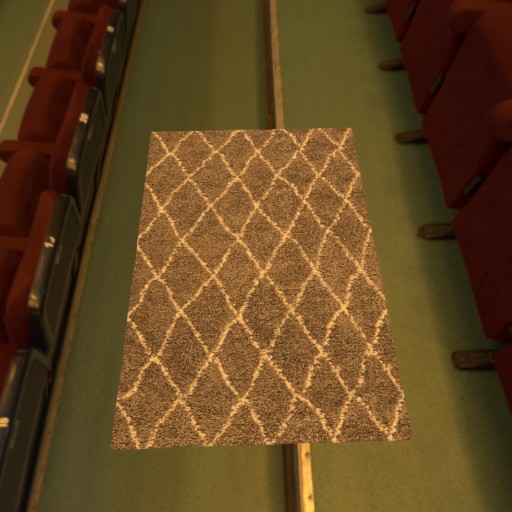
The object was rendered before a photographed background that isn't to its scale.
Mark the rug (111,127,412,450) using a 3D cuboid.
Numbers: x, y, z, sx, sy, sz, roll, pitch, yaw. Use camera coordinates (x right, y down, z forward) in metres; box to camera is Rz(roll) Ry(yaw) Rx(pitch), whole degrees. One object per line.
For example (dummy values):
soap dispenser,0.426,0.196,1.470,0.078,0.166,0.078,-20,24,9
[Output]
rug,0.000,0.000,2.243,1.219,0.030,1.778,-1,59,-1
